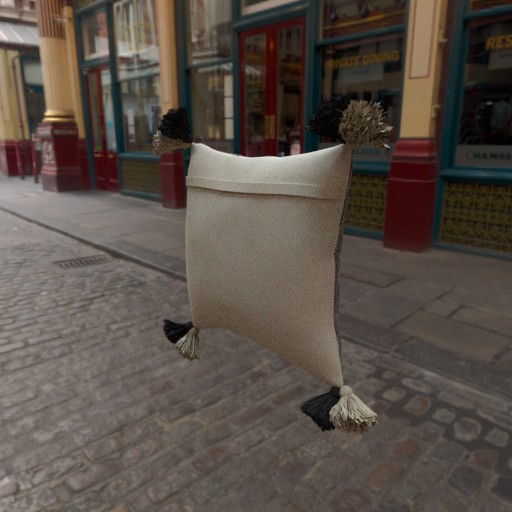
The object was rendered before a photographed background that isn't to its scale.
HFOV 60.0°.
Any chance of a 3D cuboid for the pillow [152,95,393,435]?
[{"bbox_3d":[0.000,0.000,0.988,0.170,0.659,0.654,-13,19,-43],"label":"pillow"}]
